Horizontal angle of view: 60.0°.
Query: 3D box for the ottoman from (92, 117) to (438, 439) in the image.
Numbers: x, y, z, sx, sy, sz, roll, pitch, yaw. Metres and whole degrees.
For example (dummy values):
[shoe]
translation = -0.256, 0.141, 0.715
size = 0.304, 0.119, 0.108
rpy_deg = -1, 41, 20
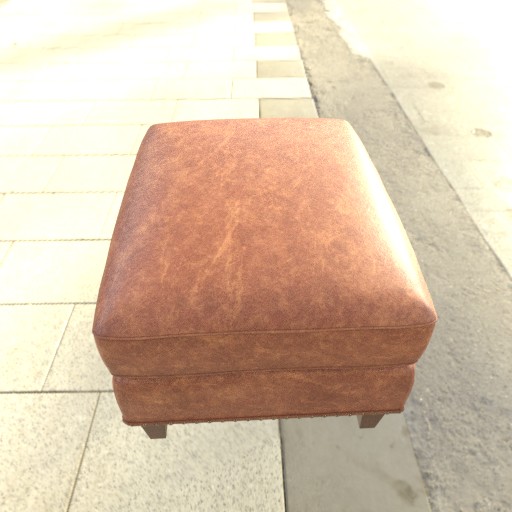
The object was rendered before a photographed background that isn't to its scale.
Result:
[ottoman]
translation = 0.000, 0.000, 1.095
size = 0.586, 0.486, 0.742
rpy_deg = -2, 42, -2
